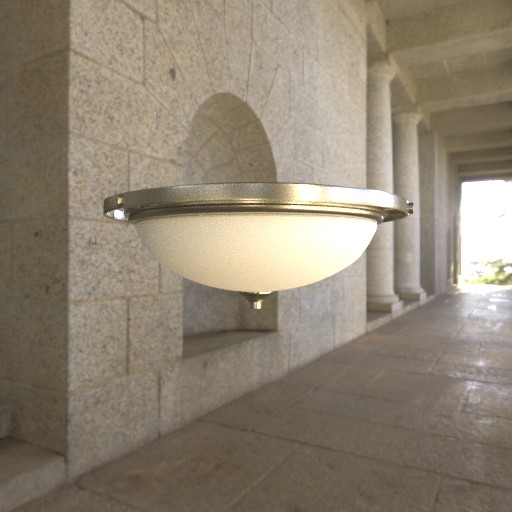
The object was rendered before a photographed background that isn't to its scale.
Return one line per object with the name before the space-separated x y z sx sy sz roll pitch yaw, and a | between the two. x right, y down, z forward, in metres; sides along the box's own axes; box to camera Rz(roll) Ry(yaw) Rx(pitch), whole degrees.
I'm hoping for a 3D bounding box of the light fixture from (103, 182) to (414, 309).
light fixture | 0.000 0.000 0.554 0.361 0.130 0.361 0 0 0
